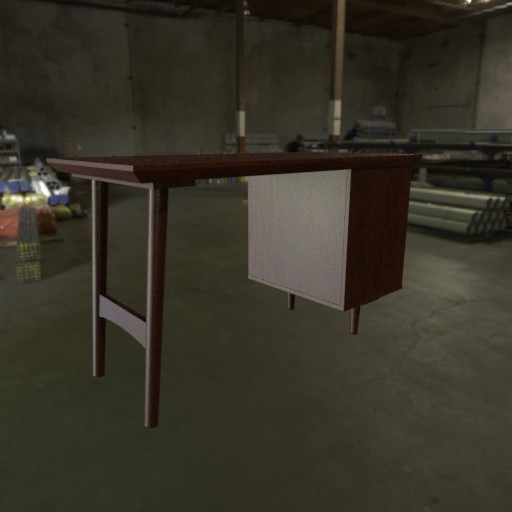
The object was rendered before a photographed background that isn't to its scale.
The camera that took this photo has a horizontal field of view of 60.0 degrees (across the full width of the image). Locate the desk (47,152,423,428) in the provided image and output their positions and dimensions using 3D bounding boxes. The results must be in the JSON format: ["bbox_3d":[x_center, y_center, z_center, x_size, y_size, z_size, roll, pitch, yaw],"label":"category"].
[{"bbox_3d":[0.000,0.000,1.721,1.277,0.758,0.612,-12,19,-40],"label":"desk"}]
